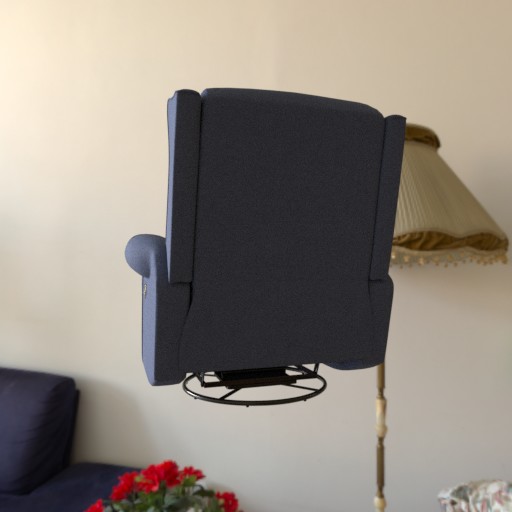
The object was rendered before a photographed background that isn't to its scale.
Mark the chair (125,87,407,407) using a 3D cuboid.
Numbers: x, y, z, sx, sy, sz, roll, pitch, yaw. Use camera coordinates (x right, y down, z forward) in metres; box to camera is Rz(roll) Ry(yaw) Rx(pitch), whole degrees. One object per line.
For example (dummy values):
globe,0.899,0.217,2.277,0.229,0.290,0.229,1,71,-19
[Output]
chair,0.000,0.000,1.728,0.971,1.020,0.877,0,-1,-18
